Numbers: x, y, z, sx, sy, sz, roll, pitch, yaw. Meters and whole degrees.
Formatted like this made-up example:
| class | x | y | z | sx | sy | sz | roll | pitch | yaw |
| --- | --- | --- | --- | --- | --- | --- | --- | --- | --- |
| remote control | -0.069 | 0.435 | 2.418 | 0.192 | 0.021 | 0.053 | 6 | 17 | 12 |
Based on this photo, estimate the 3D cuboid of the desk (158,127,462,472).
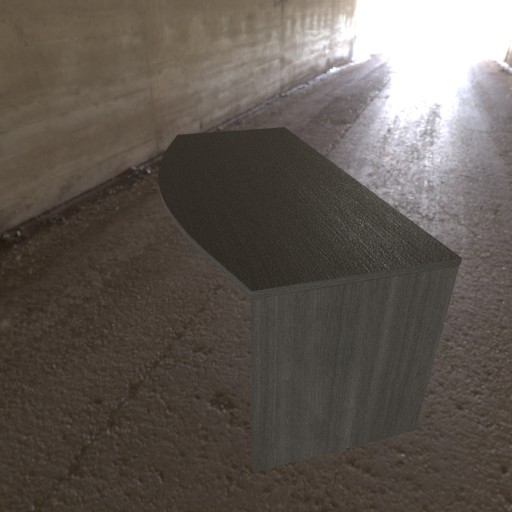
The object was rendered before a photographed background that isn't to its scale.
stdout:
| class | x | y | z | sx | sy | sz | roll | pitch | yaw |
| --- | --- | --- | --- | --- | --- | --- | --- | --- | --- |
| desk | 0.000 | 0.000 | 2.052 | 0.802 | 0.750 | 1.600 | -8 | 31 | -13 |
